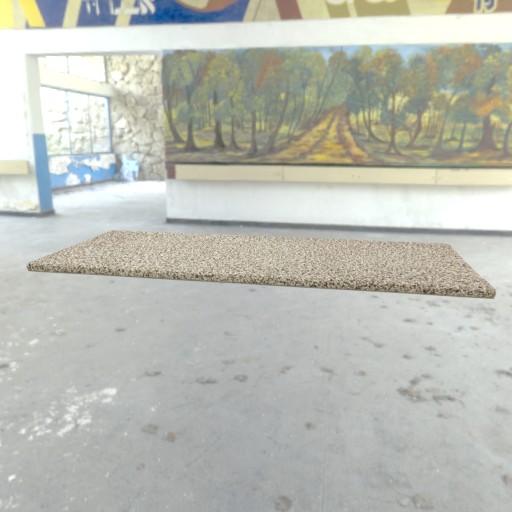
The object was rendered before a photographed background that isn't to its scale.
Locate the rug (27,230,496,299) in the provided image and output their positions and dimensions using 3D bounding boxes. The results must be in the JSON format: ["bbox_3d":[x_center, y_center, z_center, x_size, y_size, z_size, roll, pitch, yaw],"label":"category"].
[{"bbox_3d":[0.000,0.000,1.696,1.524,0.030,0.609,3,15,10],"label":"rug"}]
